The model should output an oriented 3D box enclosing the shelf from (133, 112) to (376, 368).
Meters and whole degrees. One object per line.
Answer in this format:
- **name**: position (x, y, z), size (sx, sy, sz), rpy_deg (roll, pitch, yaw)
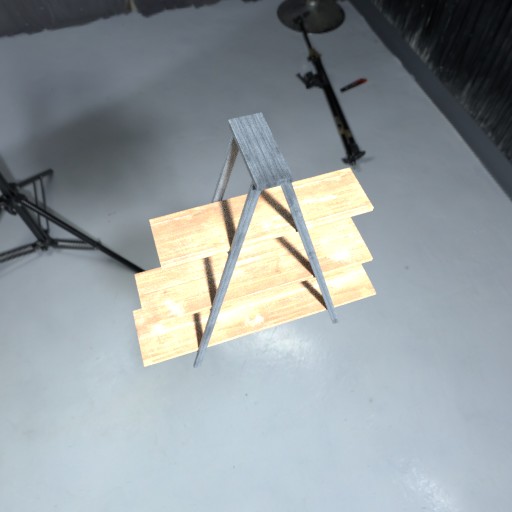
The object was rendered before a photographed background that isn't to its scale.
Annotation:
- **shelf**: position (0.000, 0.000, 2.704), size (1.746, 1.808, 0.508), rpy_deg (-16, 60, -9)
